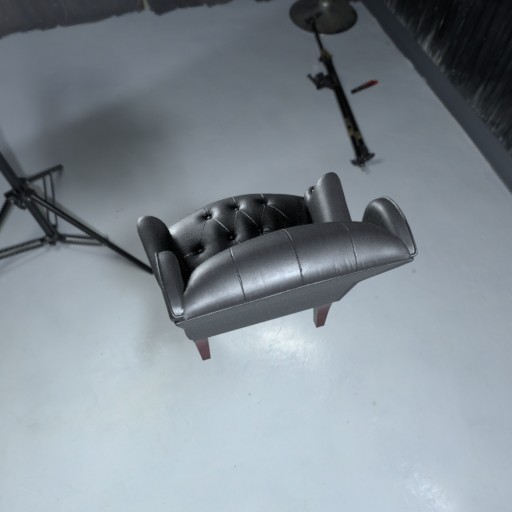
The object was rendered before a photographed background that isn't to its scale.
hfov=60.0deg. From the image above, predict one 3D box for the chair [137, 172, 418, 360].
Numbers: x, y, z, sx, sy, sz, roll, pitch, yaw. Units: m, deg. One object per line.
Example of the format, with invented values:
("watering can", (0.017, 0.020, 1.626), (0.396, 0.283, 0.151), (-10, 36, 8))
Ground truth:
("chair", (0.000, 0.000, 1.734), (0.831, 1.133, 0.822), (-14, 60, -9))
